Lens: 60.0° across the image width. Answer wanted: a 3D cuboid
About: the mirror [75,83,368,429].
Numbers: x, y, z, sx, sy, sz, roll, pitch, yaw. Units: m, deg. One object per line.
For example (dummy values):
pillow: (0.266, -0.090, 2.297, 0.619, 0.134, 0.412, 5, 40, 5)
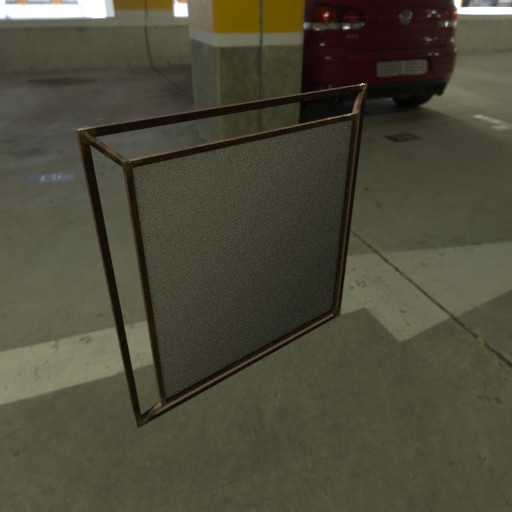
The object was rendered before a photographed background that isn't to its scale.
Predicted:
mirror: (0.000, 0.000, 0.917, 0.610, 0.610, 0.032, -22, 37, -32)
